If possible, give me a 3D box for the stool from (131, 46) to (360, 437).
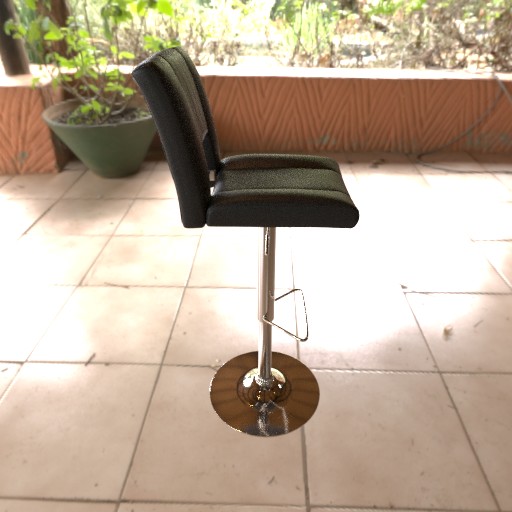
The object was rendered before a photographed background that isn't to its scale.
[{"bbox_3d":[0.000,0.000,1.363,0.520,1.151,0.415,1,30,1],"label":"stool"}]
